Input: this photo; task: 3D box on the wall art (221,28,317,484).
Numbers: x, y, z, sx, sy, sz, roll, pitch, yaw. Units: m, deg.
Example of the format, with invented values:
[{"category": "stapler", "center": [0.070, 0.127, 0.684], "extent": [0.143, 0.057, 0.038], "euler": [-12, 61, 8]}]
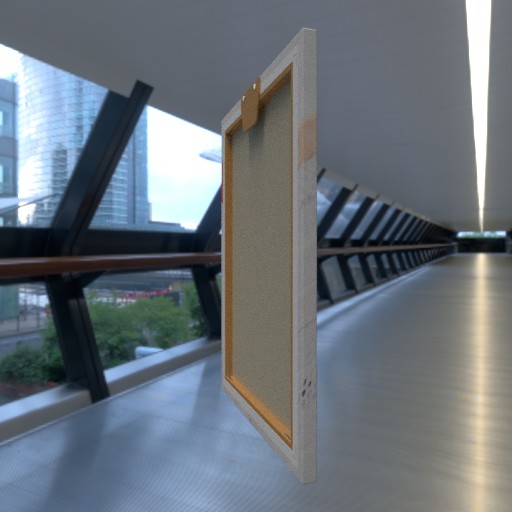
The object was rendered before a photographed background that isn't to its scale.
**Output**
[{"category": "wall art", "center": [0.000, 0.000, 1.114], "extent": [0.036, 0.848, 0.613], "euler": [0, 0, -19]}]
